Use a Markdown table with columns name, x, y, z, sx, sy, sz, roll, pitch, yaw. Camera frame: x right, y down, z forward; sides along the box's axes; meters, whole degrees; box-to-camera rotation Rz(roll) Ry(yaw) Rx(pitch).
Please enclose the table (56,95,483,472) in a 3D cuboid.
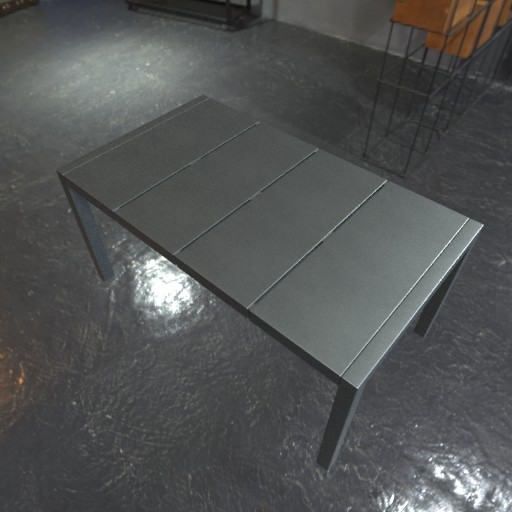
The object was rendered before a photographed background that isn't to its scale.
| name | x | y | z | sx | sy | sz | roll | pitch | yaw |
| --- | --- | --- | --- | --- | --- | --- | --- | --- | --- |
| table | 0.000 | 0.000 | 1.302 | 0.965 | 0.460 | 0.559 | 33 | 55 | 26 |
